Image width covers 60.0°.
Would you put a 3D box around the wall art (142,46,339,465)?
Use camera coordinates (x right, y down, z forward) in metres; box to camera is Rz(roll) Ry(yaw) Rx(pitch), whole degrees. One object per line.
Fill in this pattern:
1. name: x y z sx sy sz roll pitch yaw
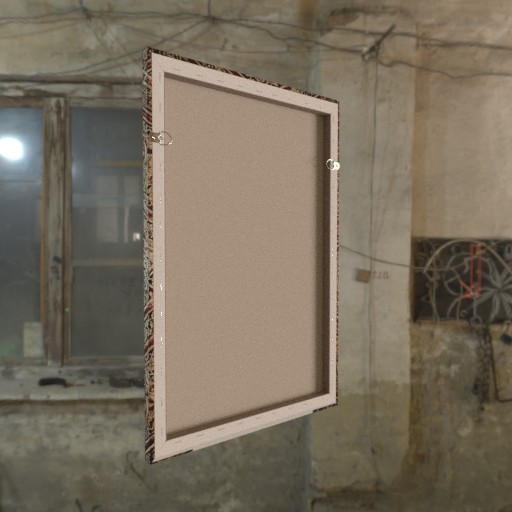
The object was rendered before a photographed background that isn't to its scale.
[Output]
1. wall art: 0.000 0.000 1.146 0.599 0.904 0.030 -1 2 -37
